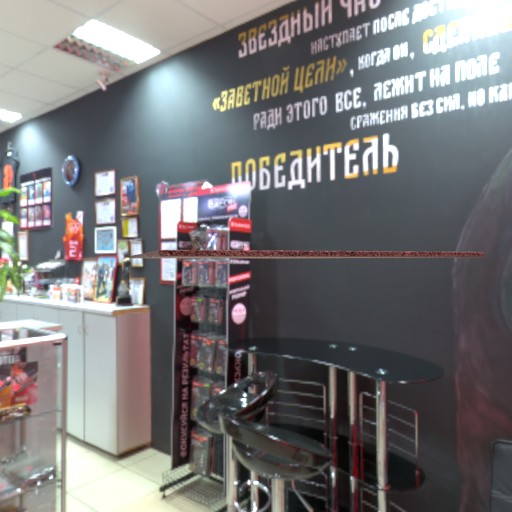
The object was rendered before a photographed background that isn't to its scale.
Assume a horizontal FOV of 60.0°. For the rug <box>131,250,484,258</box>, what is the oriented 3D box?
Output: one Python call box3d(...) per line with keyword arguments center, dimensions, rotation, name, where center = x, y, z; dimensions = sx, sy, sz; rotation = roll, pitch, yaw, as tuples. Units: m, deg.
box3d(center=(0.000, 0.000, 3.472), dimensions=(1.778, 0.030, 2.743), rotation=(0, 0, -18), name="rug")
